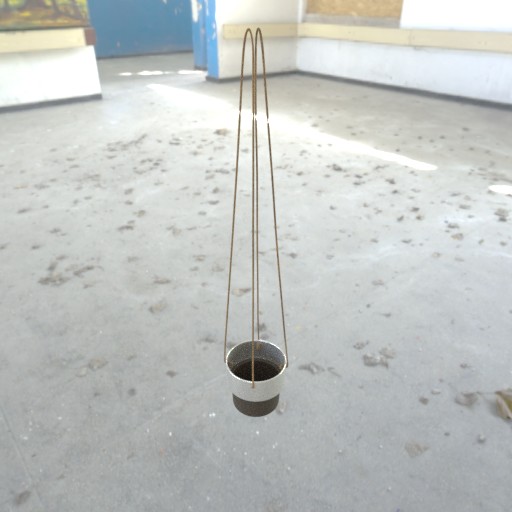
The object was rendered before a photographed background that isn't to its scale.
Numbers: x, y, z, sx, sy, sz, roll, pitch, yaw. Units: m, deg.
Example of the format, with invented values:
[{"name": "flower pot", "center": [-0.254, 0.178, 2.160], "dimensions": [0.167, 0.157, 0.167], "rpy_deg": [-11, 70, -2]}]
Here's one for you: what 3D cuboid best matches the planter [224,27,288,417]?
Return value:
[{"name": "planter", "center": [0.000, 0.000, 1.170], "dimensions": [0.187, 1.073, 0.187], "rpy_deg": [-23, 37, -33]}]
